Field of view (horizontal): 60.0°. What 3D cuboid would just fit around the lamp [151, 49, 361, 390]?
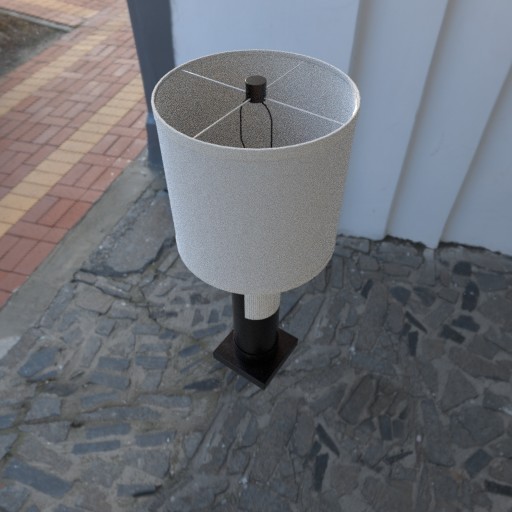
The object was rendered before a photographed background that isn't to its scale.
[{"bbox_3d":[0.000,0.000,0.625,0.211,0.509,0.211,27,52,23],"label":"lamp"}]
